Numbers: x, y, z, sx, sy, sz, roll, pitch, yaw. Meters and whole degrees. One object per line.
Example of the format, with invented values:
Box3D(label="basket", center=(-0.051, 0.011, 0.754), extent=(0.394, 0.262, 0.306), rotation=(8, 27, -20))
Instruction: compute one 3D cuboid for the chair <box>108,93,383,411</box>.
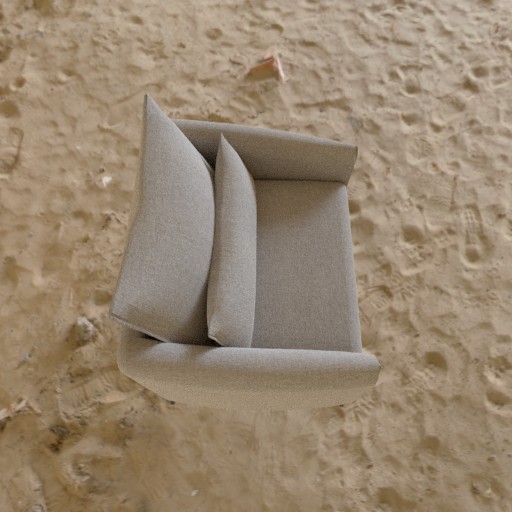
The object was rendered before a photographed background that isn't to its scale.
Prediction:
Box3D(label="chair", center=(0.000, 0.000, 1.650), extent=(0.801, 0.856, 1.029), rotation=(1, 64, 0))
